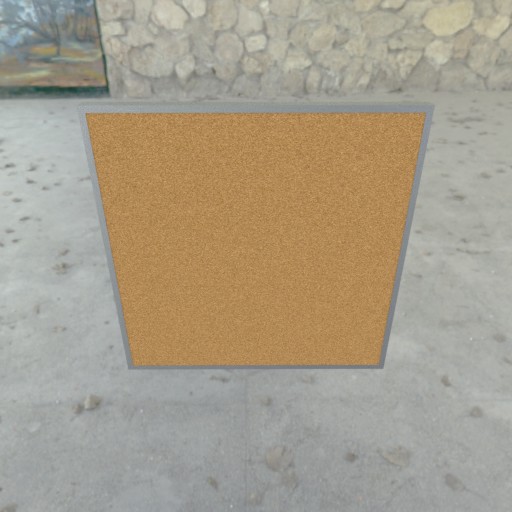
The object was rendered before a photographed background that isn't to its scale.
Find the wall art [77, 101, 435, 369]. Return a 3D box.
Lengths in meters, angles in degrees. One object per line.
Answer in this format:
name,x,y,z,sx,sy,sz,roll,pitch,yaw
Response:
wall art,0.000,0.000,1.216,0.806,0.806,0.038,0,30,0
